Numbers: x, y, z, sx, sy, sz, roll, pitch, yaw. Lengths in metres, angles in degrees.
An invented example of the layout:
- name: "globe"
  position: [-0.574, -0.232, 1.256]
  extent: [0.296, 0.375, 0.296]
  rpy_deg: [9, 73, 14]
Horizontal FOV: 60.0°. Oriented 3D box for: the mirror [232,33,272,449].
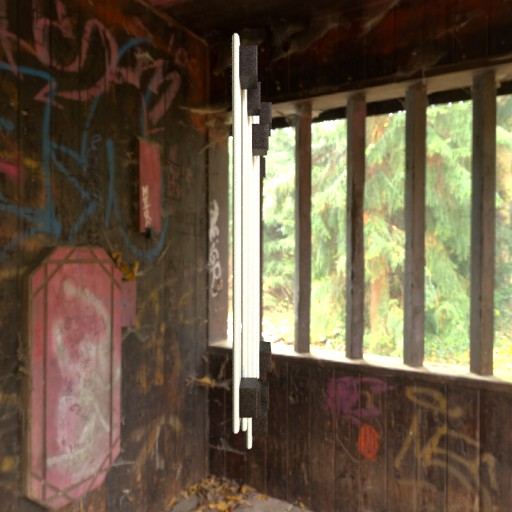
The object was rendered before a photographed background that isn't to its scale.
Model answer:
- name: "mirror"
  position: [0.000, 0.000, 0.812]
  extent: [0.058, 0.611, 0.445]
  rpy_deg: [0, 1, 1]
